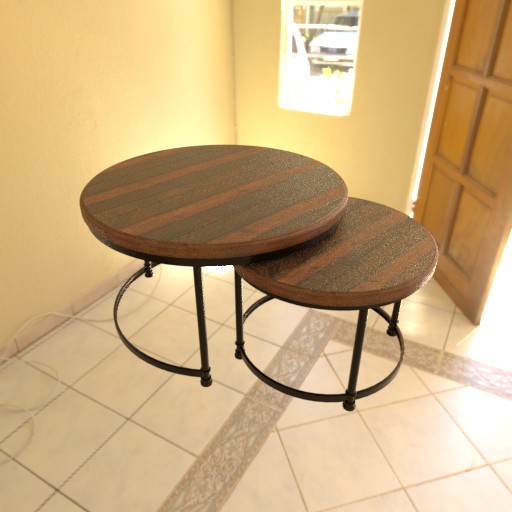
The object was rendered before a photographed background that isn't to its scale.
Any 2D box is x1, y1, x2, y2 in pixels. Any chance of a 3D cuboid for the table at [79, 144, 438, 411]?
[{"bbox_3d":[0.000,0.000,1.571,1.152,0.516,0.870,11,32,17],"label":"table"}]
